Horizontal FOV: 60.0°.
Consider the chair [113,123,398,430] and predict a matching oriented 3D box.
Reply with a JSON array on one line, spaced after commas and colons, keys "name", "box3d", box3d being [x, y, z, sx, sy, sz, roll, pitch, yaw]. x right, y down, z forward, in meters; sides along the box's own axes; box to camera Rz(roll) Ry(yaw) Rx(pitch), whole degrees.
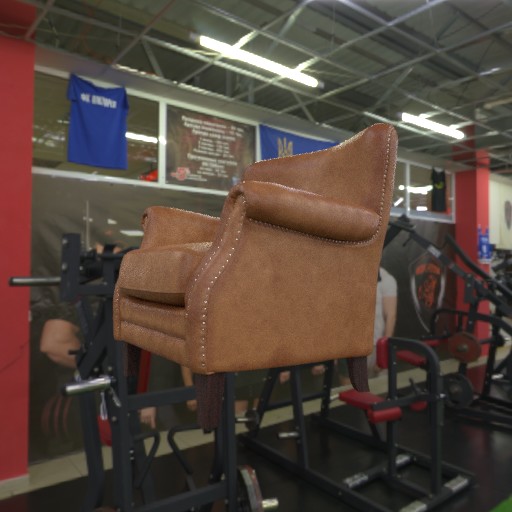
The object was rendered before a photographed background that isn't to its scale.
[{"name": "chair", "box3d": [0.000, 0.000, 1.677, 0.921, 0.936, 0.861, 1, -1, -36]}]
